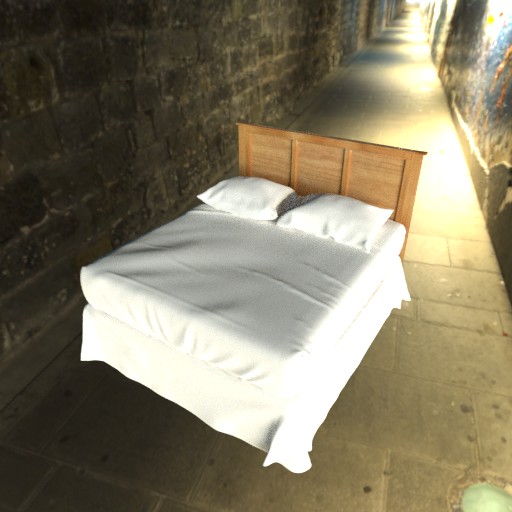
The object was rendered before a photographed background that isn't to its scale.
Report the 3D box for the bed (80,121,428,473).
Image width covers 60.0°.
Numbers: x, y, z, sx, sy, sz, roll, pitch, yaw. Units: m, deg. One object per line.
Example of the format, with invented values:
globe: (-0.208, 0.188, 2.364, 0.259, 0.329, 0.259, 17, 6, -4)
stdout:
bed: (0.000, 0.000, 3.165, 1.870, 1.273, 2.035, 18, 35, 28)
